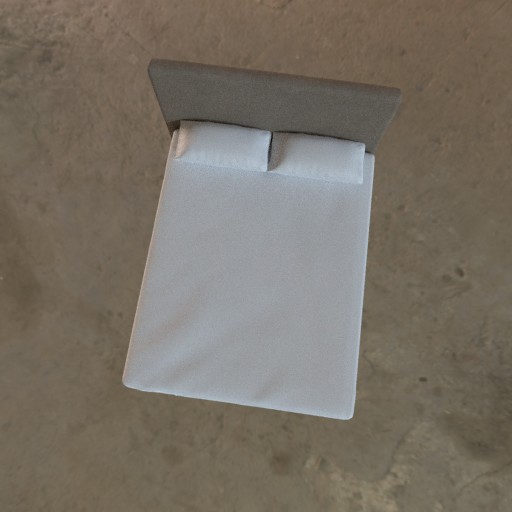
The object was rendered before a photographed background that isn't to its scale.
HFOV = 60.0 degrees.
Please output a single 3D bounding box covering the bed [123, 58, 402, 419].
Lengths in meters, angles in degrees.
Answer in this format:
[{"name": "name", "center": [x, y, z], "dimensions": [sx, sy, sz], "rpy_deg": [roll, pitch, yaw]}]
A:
[{"name": "bed", "center": [0.000, 0.000, 3.201], "dimensions": [1.723, 1.330, 2.142], "rpy_deg": [8, 76, 2]}]
